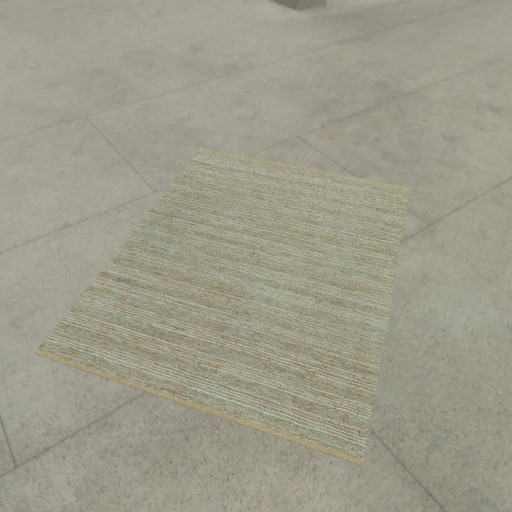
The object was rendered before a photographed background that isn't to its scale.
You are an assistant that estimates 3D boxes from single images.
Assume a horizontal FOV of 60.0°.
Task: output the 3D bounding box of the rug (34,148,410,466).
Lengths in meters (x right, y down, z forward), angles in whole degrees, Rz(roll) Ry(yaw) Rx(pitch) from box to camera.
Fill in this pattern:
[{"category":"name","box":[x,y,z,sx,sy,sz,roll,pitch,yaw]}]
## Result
[{"category":"rug","box":[0.000,0.000,4.033,2.471,0.012,3.034,14,47,13]}]
